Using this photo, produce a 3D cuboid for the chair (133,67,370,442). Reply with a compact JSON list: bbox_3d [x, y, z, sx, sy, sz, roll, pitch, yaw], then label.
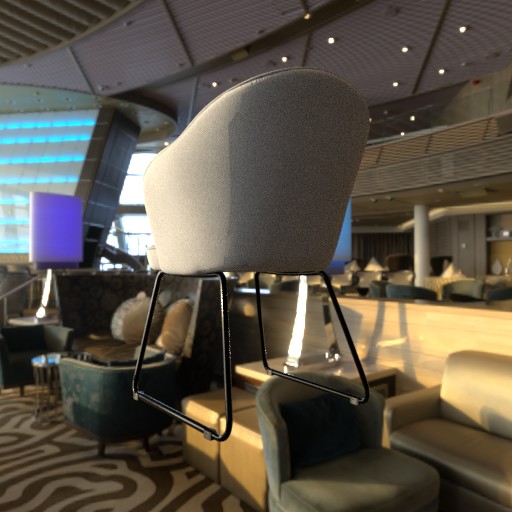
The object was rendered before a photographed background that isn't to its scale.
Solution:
[{"bbox_3d":[0.000,0.000,1.220,0.570,0.817,0.592,1,-1,-36],"label":"chair"}]
